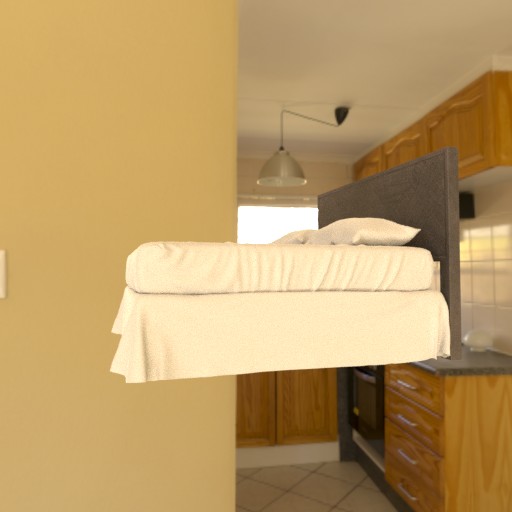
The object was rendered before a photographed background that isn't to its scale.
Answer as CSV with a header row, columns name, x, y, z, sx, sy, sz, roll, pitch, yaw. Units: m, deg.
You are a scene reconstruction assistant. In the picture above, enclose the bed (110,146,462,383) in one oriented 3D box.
name,x,y,z,sx,sy,sz,roll,pitch,yaw
bed,0.000,0.000,2.883,1.785,1.142,1.772,1,-2,-18
